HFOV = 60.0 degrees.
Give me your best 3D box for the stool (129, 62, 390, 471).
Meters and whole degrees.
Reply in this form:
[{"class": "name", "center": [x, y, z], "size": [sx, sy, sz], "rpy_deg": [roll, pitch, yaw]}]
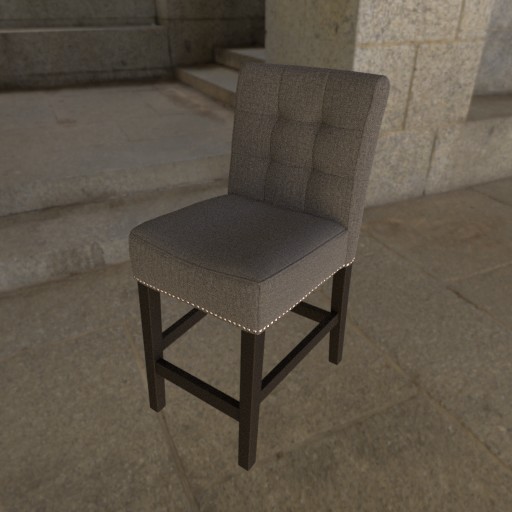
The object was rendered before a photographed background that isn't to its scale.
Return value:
[{"class": "stool", "center": [0.000, 0.000, 1.187], "size": [0.427, 0.885, 0.571], "rpy_deg": [19, 36, 29]}]
